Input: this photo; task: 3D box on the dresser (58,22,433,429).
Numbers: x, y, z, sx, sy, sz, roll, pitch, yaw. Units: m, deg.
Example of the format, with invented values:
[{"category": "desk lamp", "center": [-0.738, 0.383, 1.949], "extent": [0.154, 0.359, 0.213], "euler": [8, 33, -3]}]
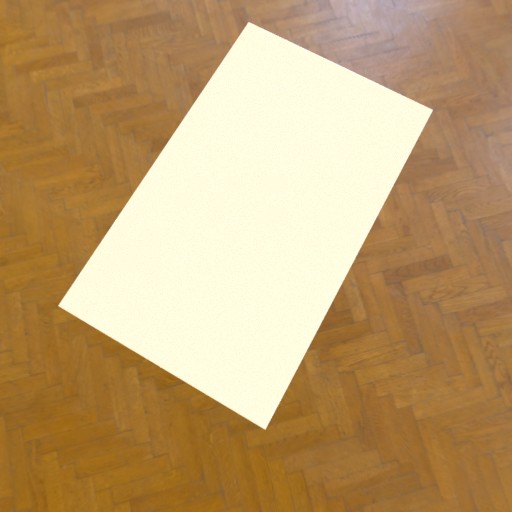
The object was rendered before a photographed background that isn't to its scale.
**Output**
[{"category": "dresser", "center": [0.000, 0.000, 1.179], "extent": [0.400, 0.800, 0.650], "euler": [29, 78, 7]}]
